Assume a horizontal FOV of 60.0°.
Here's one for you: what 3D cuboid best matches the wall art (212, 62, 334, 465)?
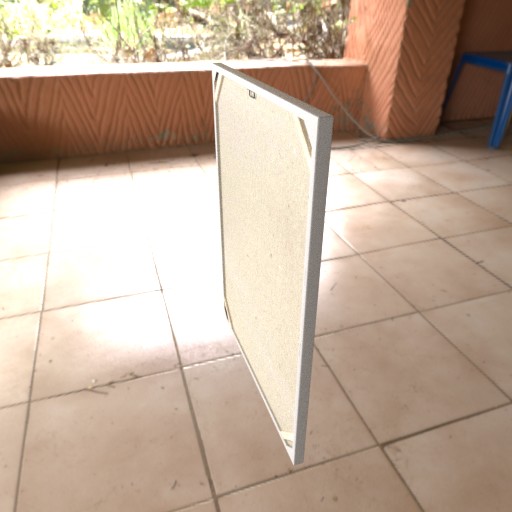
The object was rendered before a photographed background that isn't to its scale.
[{"bbox_3d":[0.000,0.000,1.637,0.038,1.212,0.914,-10,32,-17],"label":"wall art"}]
